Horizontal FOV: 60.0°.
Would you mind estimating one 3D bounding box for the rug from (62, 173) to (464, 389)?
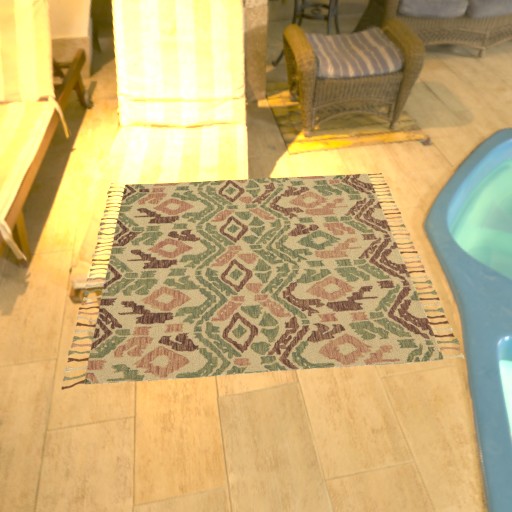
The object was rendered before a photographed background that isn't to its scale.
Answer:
[{"bbox_3d":[0.000,0.000,4.120,3.048,0.010,2.438,-3,47,-3],"label":"rug"}]
